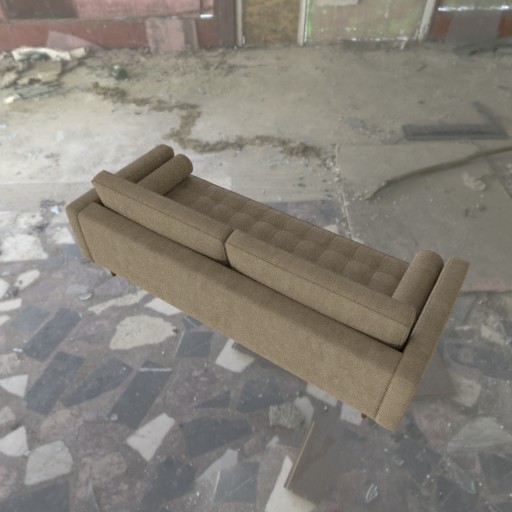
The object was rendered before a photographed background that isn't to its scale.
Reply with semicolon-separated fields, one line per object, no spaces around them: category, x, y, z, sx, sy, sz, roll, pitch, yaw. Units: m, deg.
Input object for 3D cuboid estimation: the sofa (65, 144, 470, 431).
sofa;0.000;0.000;2.655;2.200;0.770;0.919;25;51;22
